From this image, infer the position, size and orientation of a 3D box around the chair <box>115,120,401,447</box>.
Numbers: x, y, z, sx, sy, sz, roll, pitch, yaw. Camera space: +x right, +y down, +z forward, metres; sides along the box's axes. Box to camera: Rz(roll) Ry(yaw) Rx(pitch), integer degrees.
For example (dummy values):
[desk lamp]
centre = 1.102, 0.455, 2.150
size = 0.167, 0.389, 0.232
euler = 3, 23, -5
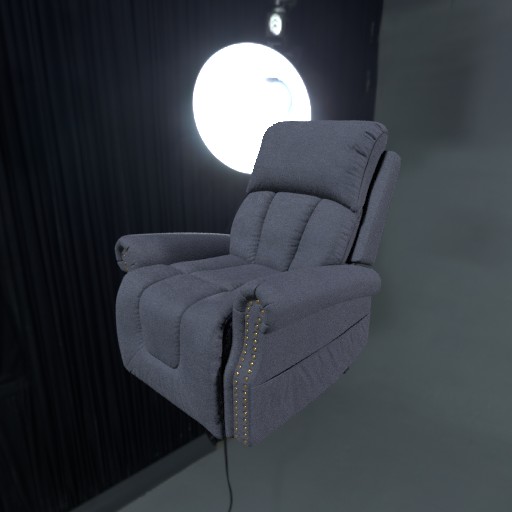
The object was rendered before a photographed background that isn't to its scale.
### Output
[chair]
centre = 0.000, 0.000, 1.764
size = 0.871, 1.031, 0.979
euler = 16, 23, 42
